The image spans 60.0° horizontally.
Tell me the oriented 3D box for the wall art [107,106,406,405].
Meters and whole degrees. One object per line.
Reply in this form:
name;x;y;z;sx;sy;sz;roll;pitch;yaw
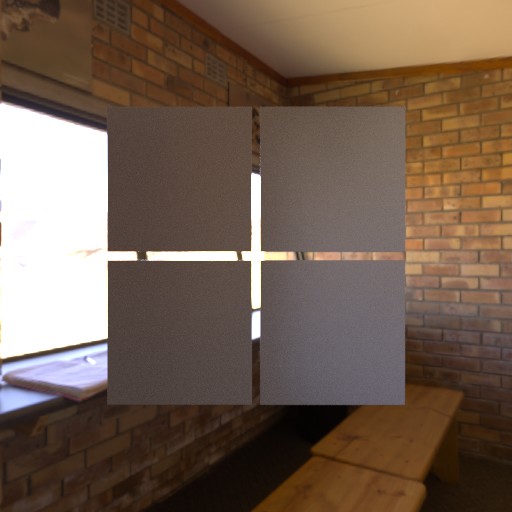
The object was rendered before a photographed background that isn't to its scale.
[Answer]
wall art;0.000;0.000;1.677;1.118;1.118;0.029;0;0;0
